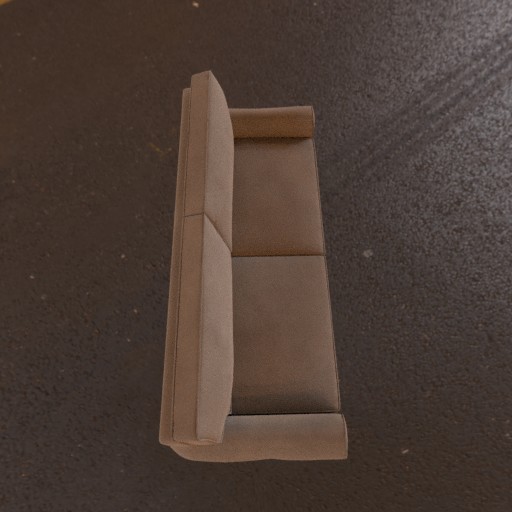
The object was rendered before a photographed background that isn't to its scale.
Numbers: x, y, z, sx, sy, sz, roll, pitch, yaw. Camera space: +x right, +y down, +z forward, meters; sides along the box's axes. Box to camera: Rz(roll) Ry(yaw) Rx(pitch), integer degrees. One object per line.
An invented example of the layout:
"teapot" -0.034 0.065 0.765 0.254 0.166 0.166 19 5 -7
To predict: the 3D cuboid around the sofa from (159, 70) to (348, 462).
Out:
"sofa" 0.000 0.000 2.667 0.900 1.014 2.246 -1 64 -1
